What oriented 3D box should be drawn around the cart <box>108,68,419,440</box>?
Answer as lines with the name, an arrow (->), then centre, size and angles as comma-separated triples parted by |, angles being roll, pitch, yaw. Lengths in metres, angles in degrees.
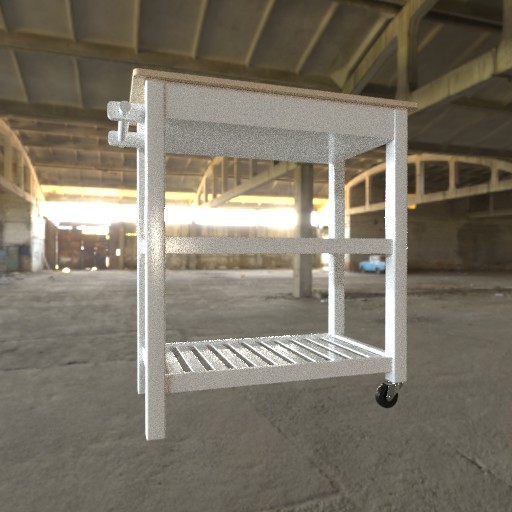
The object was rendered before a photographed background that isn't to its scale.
cart -> 0.000, 0.000, 1.424 | 0.899, 0.927, 0.457 | 0, 1, -18
